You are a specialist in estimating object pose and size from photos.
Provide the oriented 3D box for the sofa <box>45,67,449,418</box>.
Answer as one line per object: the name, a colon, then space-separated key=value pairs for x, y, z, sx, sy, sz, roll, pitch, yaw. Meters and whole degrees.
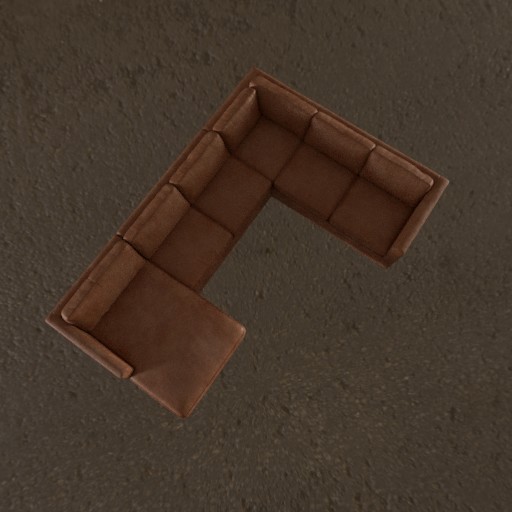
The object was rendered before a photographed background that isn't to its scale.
sofa: x=0.000 y=0.000 z=4.574 sx=2.430 sy=0.832 sz=3.401 roll=34 pitch=77 yaw=9
